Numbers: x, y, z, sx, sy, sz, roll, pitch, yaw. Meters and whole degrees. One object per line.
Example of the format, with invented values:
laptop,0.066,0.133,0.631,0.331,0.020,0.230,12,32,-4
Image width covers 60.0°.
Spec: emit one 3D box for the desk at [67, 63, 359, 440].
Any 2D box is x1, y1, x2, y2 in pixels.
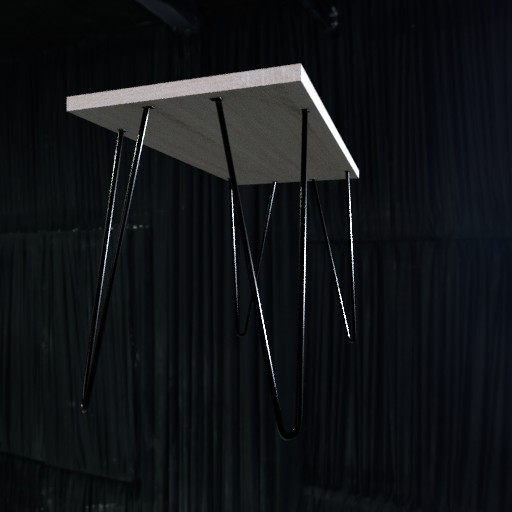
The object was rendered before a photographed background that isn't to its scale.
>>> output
desk,0.000,0.000,1.313,0.499,0.660,0.991,0,0,19
